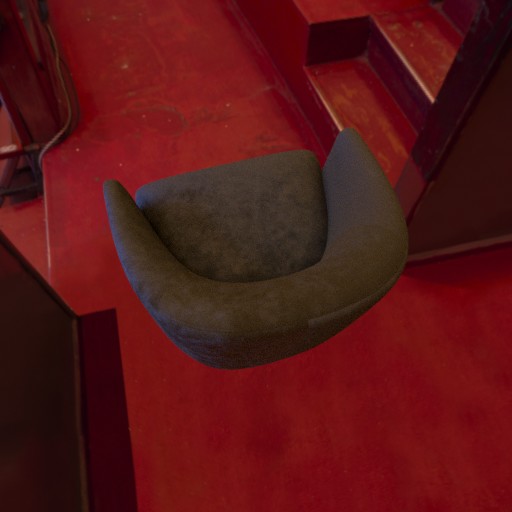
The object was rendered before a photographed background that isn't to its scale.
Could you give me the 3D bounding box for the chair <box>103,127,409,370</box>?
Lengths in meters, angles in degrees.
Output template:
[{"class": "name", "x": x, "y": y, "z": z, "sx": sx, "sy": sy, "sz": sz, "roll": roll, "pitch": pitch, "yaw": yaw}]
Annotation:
[{"class": "chair", "x": 0.000, "y": 0.000, "z": 1.385, "sx": 0.773, "sy": 0.698, "sz": 0.767, "roll": -14, "pitch": 60, "yaw": -9}]
